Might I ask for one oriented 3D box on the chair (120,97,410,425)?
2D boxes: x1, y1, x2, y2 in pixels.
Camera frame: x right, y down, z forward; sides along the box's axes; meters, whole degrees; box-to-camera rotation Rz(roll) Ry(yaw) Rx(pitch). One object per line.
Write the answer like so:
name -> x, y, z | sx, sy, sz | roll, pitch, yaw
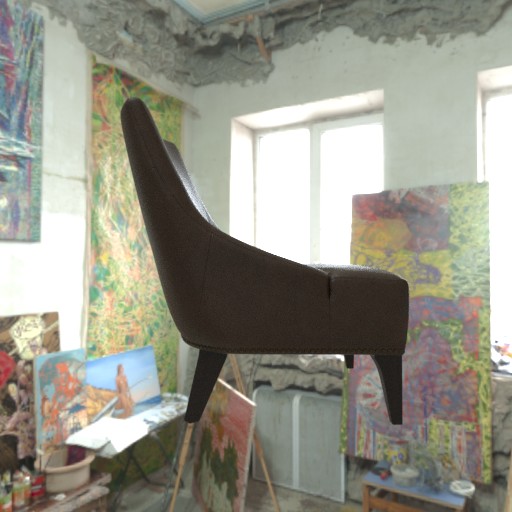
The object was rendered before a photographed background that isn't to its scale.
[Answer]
chair -> 0.000, 0.000, 1.512 | 0.861, 0.909, 0.701 | 0, -1, 0
